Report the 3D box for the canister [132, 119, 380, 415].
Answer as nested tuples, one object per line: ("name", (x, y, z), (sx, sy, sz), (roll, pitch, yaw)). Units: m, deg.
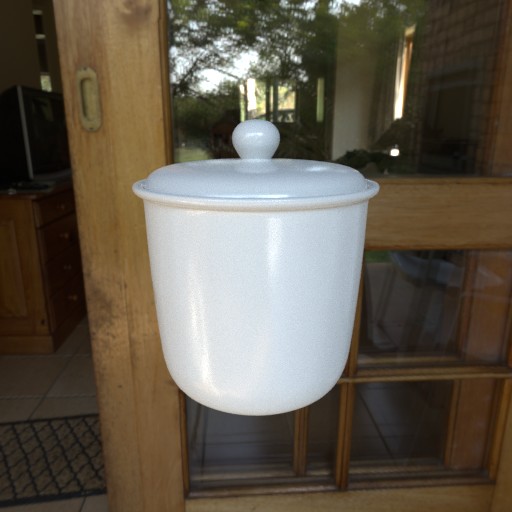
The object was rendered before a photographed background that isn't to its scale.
("canister", (0.000, 0.000, 0.353), (0.182, 0.208, 0.182), (0, 16, 0))
